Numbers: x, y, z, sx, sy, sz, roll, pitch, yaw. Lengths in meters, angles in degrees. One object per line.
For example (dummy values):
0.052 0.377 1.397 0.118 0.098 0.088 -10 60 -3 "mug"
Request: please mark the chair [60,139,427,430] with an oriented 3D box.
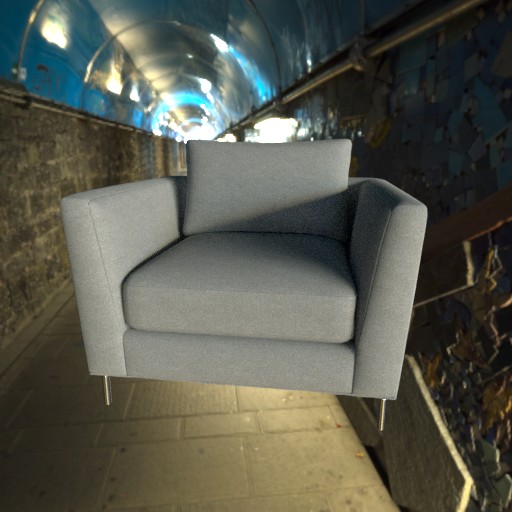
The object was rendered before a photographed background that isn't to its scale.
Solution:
0.000 0.000 1.683 1.041 0.864 0.889 2 14 9 "chair"
